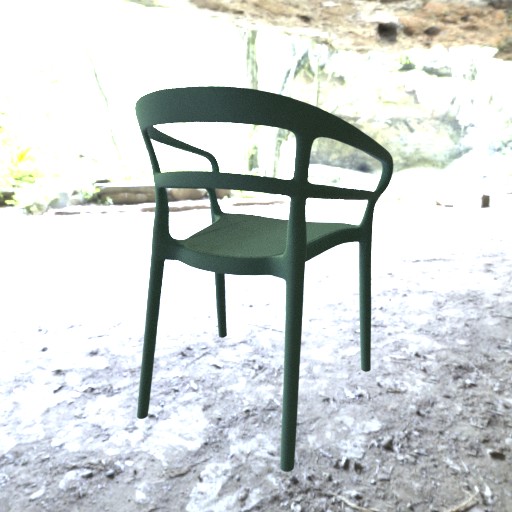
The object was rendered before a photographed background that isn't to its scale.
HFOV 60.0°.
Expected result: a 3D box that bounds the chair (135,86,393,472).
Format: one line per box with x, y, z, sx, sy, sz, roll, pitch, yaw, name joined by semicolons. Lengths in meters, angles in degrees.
0.000;0.000;1.119;0.559;0.761;0.527;8;18;26;chair
